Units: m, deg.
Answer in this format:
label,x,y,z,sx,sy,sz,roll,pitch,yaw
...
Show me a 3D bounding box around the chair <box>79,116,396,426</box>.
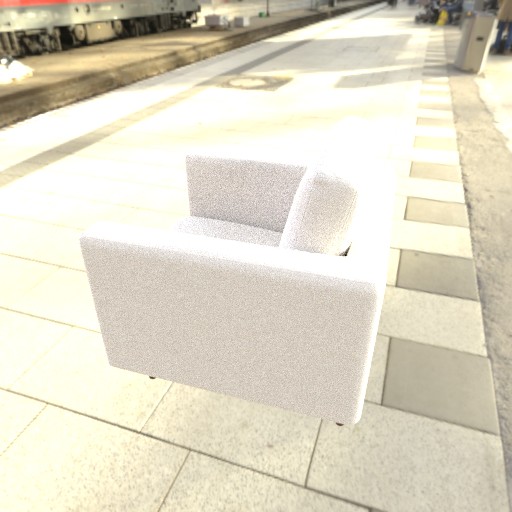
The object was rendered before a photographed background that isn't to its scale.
label,x,y,z,sx,sy,sz,roll,pitch,yaw
chair,0.000,0.000,1.588,0.879,0.899,0.831,9,33,14
